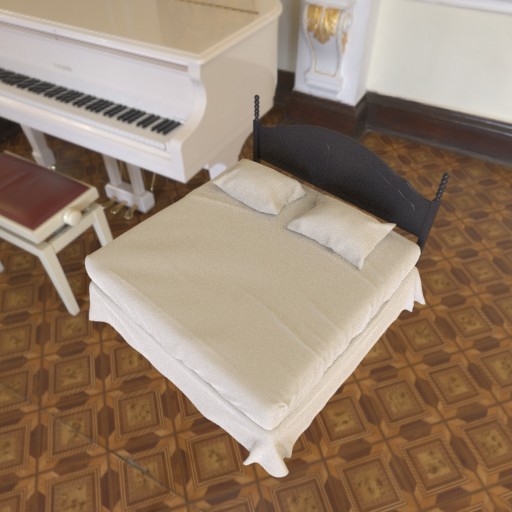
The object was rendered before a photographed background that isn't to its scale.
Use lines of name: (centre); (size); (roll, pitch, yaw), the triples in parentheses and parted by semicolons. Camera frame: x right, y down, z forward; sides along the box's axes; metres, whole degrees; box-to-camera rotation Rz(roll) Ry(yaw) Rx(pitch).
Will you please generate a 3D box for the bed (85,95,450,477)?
bed: (0.000, 0.000, 3.601); (2.322, 1.355, 2.219); (32, 54, 27)
